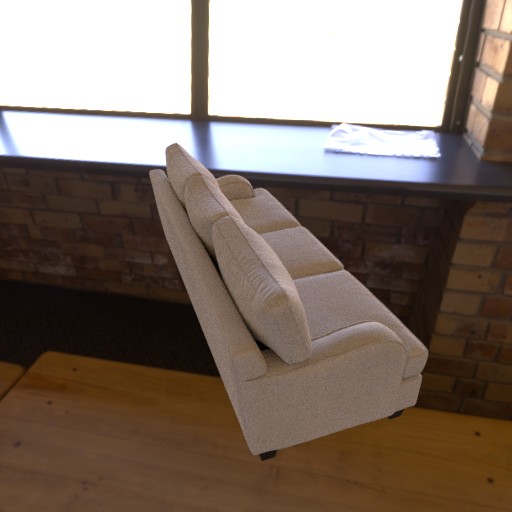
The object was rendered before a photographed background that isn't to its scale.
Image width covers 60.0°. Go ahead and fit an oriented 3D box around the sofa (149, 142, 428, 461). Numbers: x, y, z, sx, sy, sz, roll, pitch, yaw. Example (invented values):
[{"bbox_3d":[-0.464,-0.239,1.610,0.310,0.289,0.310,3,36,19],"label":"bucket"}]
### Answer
[{"bbox_3d":[0.000,0.000,2.924,1.016,0.991,2.323,-10,32,-17],"label":"sofa"}]
